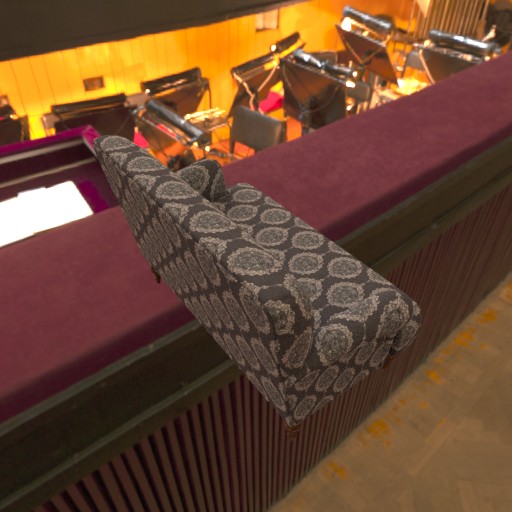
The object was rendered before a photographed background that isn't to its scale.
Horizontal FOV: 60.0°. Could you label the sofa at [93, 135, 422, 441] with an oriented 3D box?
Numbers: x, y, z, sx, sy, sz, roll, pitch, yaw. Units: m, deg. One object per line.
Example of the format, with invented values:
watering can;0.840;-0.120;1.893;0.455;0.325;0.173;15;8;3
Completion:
sofa;0.000;0.000;1.851;0.779;0.867;1.297;-26;47;-27
